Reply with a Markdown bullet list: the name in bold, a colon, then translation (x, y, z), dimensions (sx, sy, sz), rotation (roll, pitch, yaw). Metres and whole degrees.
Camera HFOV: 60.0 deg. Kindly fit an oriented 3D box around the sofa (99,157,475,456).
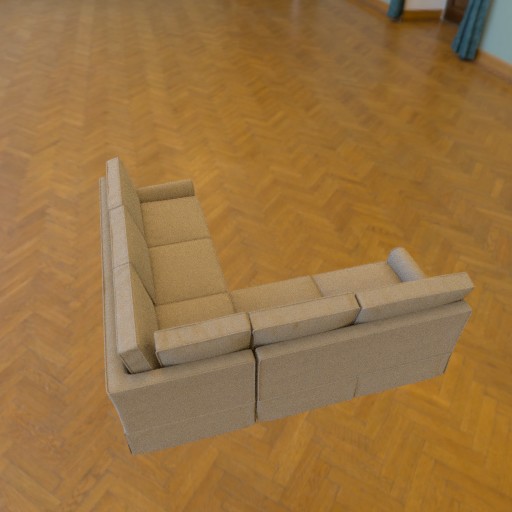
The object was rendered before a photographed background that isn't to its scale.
- **sofa**: translation (0.000, 0.000, 4.235), dimensions (2.730, 1.124, 2.733), rotation (-10, 43, -12)
